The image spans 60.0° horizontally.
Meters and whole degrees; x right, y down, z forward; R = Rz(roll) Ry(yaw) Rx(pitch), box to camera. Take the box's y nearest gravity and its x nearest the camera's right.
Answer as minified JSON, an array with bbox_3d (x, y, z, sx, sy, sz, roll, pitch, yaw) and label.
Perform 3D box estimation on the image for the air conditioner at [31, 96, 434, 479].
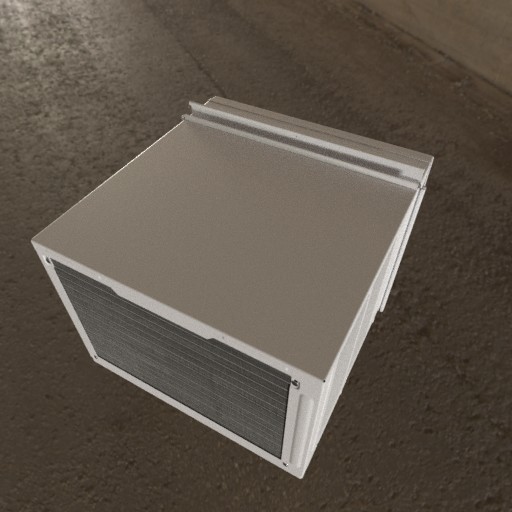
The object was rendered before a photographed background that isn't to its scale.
[{"bbox_3d":[0.000,0.000,0.872,0.503,0.388,0.546,22,51,19],"label":"air conditioner"}]
